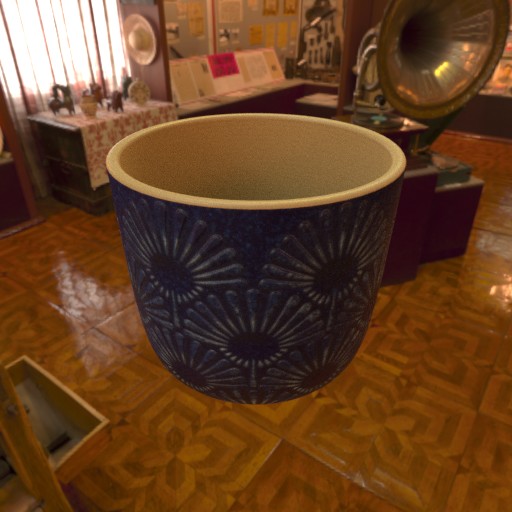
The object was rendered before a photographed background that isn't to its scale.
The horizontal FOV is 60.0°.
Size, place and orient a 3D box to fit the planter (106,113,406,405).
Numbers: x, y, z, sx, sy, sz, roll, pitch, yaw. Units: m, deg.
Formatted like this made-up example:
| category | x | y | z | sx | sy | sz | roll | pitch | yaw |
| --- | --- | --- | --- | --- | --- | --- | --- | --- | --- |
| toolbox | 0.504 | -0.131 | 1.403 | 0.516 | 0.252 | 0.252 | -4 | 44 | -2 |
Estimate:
| category | x | y | z | sx | sy | sz | roll | pitch | yaw |
| --- | --- | --- | --- | --- | --- | --- | --- | --- | --- |
| planter | 0.000 | 0.000 | 0.217 | 0.124 | 0.109 | 0.124 | 0 | 31 | 0 |
